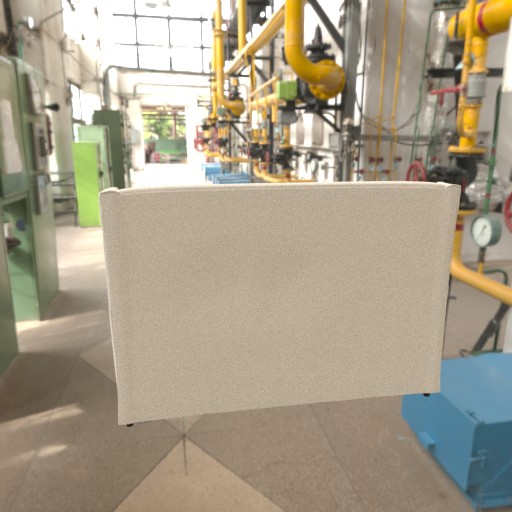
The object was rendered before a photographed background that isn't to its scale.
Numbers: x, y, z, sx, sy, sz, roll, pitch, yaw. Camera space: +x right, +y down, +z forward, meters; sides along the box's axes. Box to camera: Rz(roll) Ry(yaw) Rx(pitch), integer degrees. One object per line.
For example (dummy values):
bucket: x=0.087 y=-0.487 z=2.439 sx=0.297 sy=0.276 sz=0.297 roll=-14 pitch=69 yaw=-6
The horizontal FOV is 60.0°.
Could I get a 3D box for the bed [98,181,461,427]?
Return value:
bed: x=0.000 y=0.000 z=3.488 sx=1.925 sy=1.332 sz=2.276 roll=-2 pitch=15 yaw=-9
